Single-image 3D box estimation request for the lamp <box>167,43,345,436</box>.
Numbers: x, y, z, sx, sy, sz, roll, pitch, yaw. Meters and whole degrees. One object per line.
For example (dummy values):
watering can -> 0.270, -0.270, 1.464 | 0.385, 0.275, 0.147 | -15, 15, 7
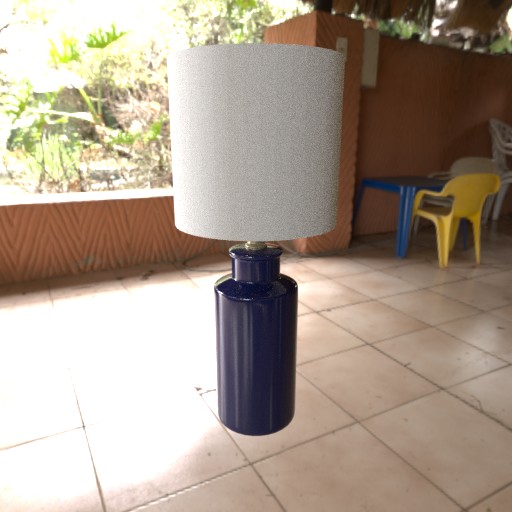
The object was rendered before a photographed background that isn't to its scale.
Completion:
lamp -> 0.000, 0.000, 0.603 | 0.212, 0.493, 0.212 | -9, 18, -28
